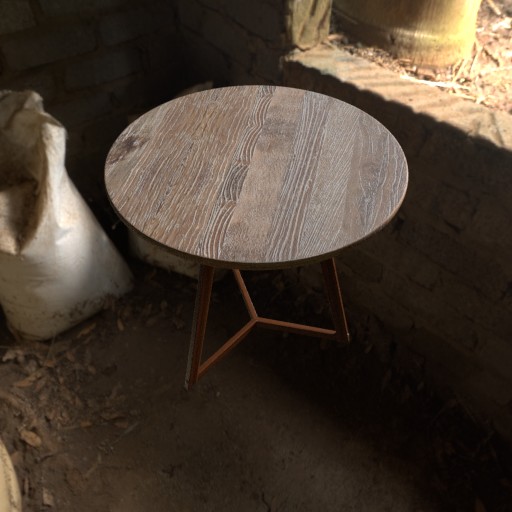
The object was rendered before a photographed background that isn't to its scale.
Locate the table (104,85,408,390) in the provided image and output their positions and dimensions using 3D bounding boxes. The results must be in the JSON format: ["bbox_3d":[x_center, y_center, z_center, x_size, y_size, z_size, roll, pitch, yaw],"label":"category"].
[{"bbox_3d":[0.000,0.000,0.927,0.500,0.500,0.500,0,47,0],"label":"table"}]
